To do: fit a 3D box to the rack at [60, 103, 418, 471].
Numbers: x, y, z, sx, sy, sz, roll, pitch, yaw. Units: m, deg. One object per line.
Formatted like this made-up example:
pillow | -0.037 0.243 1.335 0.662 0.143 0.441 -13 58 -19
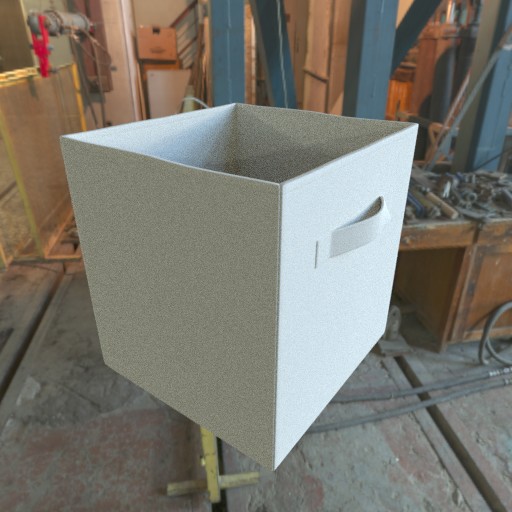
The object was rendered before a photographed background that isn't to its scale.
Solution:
rack | 0.000 0.000 0.503 0.270 0.280 0.270 19 32 32
